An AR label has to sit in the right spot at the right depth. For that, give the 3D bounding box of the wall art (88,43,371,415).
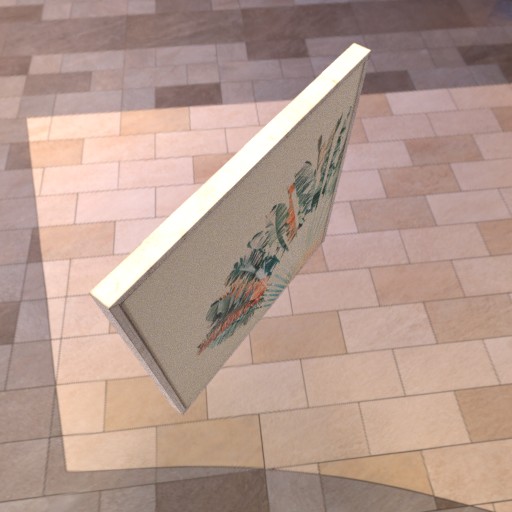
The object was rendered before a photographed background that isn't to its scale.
[{"bbox_3d":[0.000,0.000,0.754,0.029,0.506,0.508,33,65,18],"label":"wall art"}]
